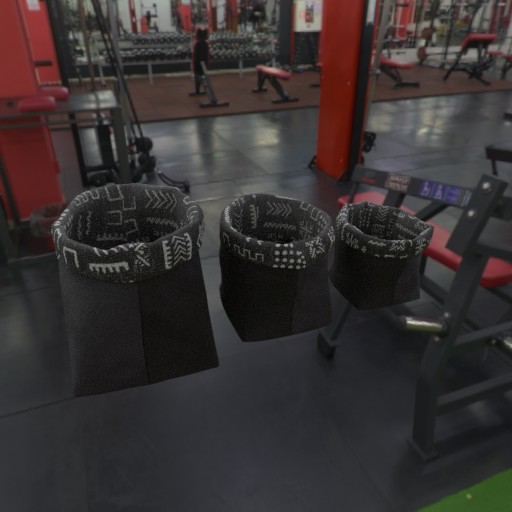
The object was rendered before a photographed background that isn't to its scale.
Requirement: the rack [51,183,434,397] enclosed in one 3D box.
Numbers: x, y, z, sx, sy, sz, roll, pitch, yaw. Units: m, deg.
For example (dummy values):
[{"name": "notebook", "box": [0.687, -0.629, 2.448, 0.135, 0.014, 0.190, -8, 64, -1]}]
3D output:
[{"name": "rack", "box": [0.000, 0.000, 1.082, 0.905, 0.323, 0.379, -10, 31, -16]}]
